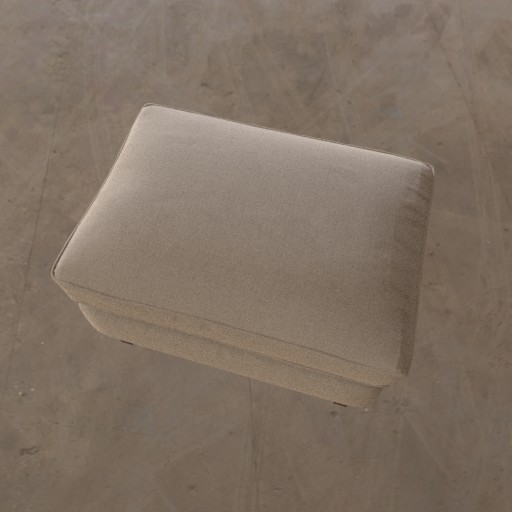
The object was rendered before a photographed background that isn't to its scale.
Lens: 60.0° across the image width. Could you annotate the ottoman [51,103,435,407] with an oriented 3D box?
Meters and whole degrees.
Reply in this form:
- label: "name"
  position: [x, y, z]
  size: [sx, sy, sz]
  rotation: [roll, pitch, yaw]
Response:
- label: "ottoman"
  position: [0.000, 0.000, 0.997]
  size: [0.665, 0.456, 0.501]
  rotation: [14, 63, 7]
